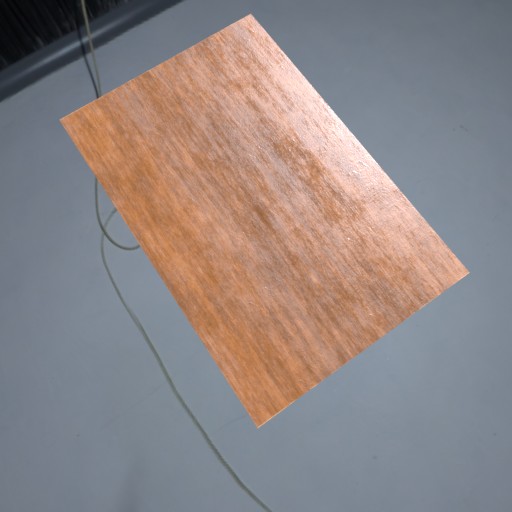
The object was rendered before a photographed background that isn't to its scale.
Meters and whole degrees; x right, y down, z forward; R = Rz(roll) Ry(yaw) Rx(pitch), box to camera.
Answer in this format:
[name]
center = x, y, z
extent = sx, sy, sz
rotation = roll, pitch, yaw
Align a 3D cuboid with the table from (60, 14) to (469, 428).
[table]
center = 0.000, 0.000, 0.826
extent = 0.307, 0.580, 0.454
rotation = -33, 77, -9
